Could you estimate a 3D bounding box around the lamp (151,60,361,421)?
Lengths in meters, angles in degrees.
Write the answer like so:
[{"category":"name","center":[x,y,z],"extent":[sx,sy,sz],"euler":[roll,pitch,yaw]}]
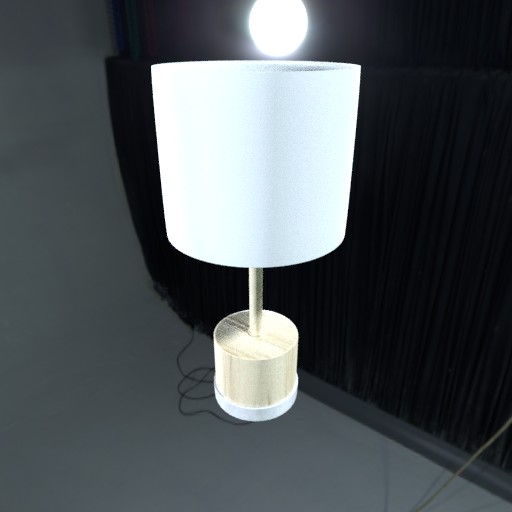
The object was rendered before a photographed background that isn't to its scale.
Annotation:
[{"category":"lamp","center":[0.000,0.000,0.593],"extent":[0.229,0.470,0.229],"euler":[18,31,33]}]
